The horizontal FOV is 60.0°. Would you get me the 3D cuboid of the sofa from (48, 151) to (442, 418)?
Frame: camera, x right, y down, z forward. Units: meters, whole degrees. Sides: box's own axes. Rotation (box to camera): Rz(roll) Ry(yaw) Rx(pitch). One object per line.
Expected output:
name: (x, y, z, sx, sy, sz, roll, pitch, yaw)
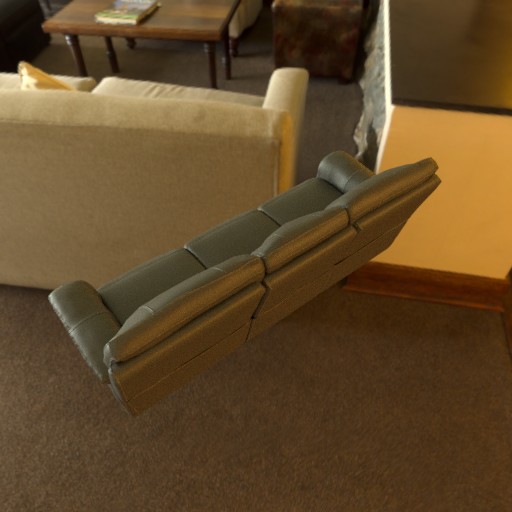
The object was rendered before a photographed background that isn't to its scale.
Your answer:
sofa: (0.000, 0.000, 3.170, 2.627, 1.134, 1.104, -30, 53, -25)
